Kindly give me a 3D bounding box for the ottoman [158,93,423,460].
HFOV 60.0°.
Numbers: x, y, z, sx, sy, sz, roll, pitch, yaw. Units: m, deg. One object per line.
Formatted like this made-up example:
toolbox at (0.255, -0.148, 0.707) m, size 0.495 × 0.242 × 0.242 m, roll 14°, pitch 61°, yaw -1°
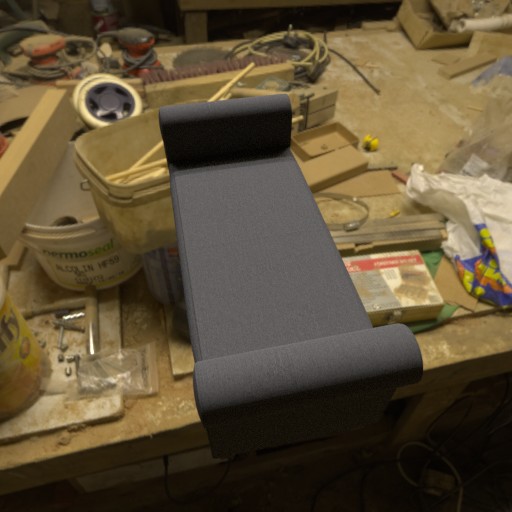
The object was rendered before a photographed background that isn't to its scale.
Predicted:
ottoman at (0.000, 0.000, 1.536) m, size 0.521 × 0.547 × 1.256 m, roll -9°, pitch 49°, yaw -8°
